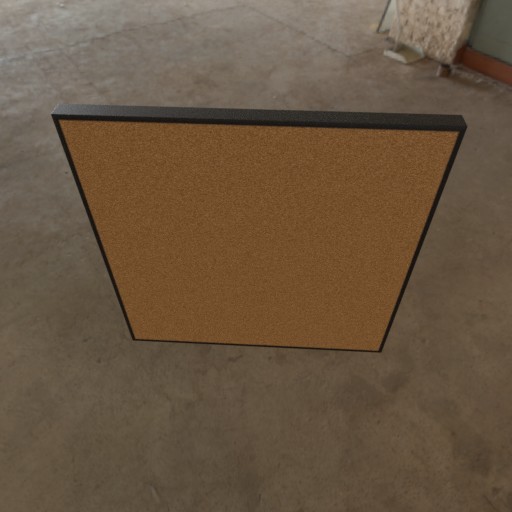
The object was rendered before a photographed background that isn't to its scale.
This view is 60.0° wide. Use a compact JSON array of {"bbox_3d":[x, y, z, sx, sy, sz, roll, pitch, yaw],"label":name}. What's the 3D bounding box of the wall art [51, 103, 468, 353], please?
[{"bbox_3d":[0.000,0.000,0.738,0.513,0.511,0.028,2,46,2],"label":"wall art"}]
